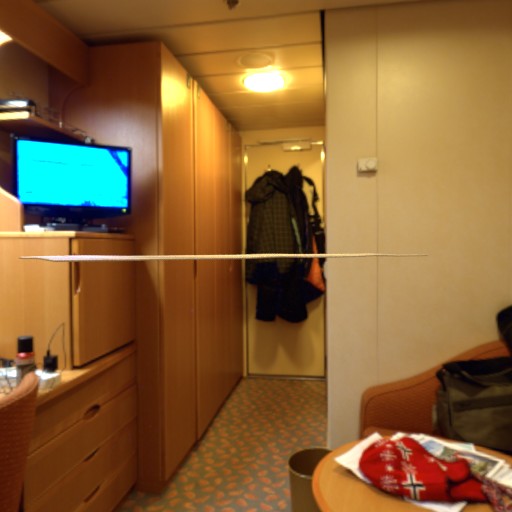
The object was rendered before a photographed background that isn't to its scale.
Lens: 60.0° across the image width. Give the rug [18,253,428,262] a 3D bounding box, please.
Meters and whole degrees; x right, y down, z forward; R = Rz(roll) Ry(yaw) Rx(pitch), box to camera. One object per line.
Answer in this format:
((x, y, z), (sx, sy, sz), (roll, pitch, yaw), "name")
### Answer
((0.000, 0.000, 2.674), (2.439, 0.013, 0.762), (-1, 1, -37), "rug")
